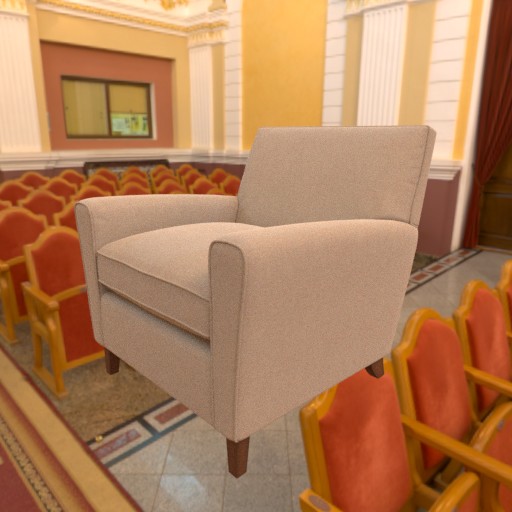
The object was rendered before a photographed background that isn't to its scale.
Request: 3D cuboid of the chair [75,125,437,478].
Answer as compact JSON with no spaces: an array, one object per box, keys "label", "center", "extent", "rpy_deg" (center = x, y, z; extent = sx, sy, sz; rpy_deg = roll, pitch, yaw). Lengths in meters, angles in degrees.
[{"label":"chair","center":[0.000,0.000,1.495],"extent":[0.871,0.846,0.840],"rpy_deg":[-15,21,-42]}]
